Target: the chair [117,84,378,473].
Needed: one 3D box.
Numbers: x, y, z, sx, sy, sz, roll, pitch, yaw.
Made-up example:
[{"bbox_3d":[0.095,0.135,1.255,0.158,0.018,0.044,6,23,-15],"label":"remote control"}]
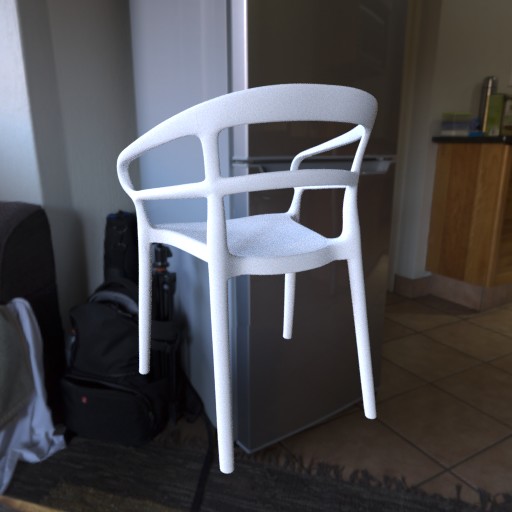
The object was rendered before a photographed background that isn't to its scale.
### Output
[{"bbox_3d":[0.000,0.000,1.114,0.559,0.761,0.527,-8,17,-27],"label":"chair"}]
